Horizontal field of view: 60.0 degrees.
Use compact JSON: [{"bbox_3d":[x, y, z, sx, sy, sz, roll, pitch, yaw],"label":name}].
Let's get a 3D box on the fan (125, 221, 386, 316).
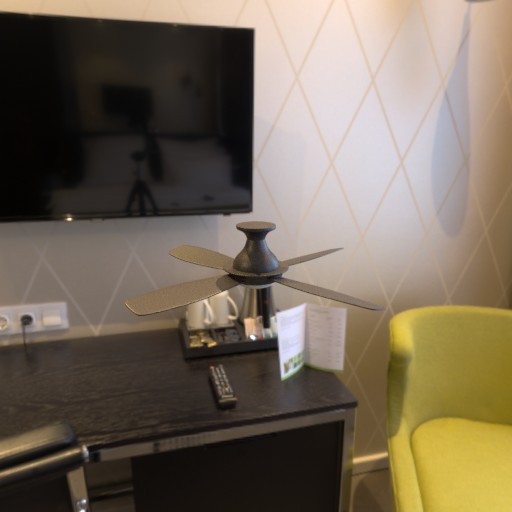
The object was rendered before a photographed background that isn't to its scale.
[{"bbox_3d":[0.000,0.000,2.665,1.694,0.382,1.694,-14,21,-43],"label":"fan"}]
